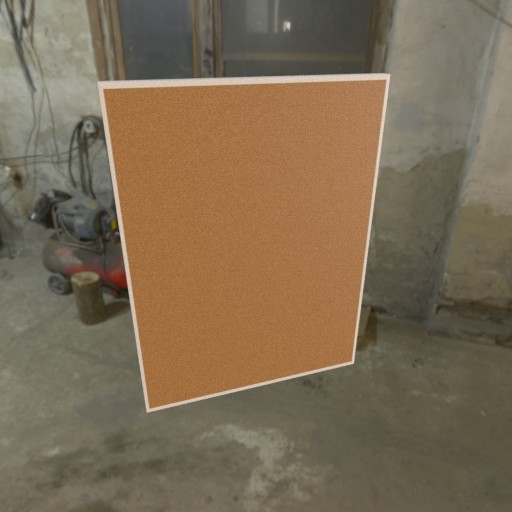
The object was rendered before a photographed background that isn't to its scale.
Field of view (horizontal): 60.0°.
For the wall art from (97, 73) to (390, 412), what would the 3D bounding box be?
[{"bbox_3d":[0.000,0.000,1.400,0.795,1.050,0.039,-8,28,-16],"label":"wall art"}]
